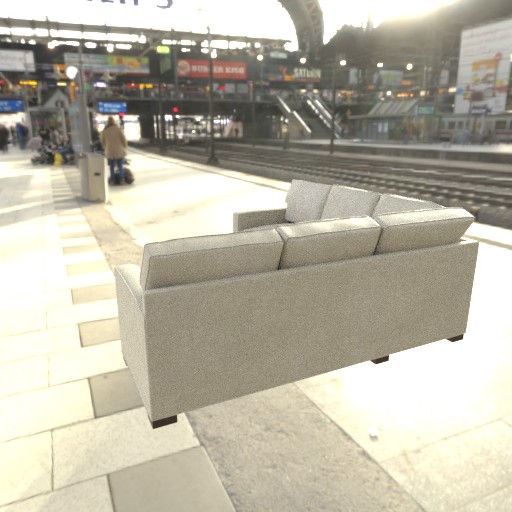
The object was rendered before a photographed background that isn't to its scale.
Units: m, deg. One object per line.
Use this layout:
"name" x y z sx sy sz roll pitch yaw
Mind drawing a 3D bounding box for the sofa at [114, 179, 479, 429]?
"sofa" 0.000 0.000 3.409 2.211 0.936 2.188 -8 18 -26
